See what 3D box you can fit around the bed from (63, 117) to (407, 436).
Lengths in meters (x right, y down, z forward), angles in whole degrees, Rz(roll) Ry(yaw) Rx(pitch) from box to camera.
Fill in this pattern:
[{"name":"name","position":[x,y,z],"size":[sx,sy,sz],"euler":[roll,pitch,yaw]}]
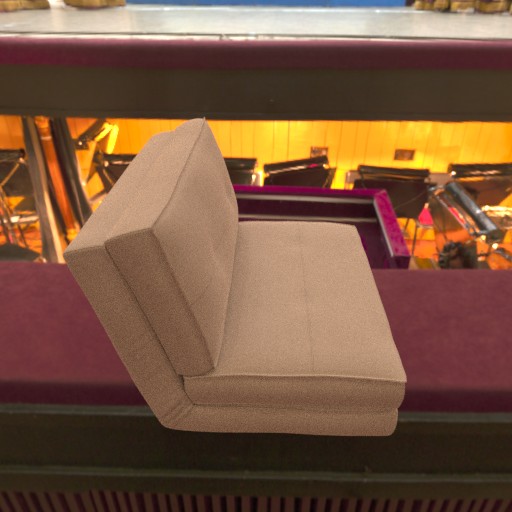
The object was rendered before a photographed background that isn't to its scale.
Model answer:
[{"name":"bed","position":[0.000,0.000,1.307],"size":[0.749,0.614,0.799],"euler":[1,32,2]}]
